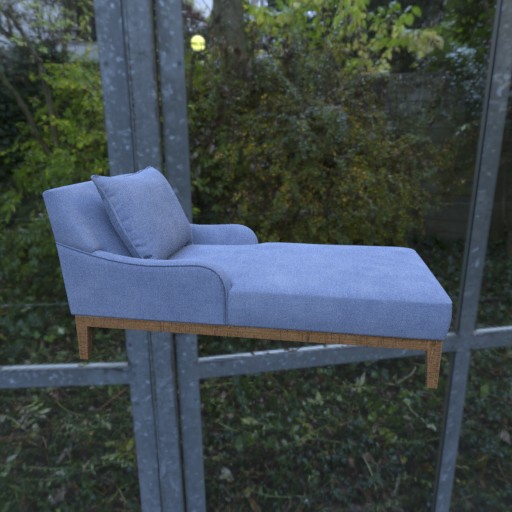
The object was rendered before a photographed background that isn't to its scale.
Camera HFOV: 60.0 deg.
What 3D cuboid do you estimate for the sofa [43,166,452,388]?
[{"bbox_3d":[0.000,0.000,2.338,1.779,0.883,0.904,2,16,9],"label":"sofa"}]
